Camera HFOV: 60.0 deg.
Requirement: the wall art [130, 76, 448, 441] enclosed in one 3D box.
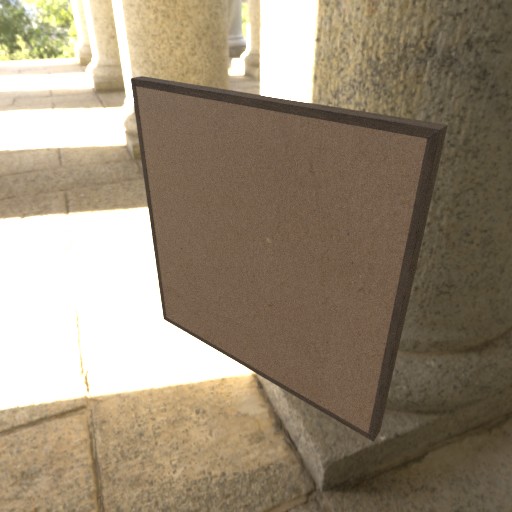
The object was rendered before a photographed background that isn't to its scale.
[{"bbox_3d":[0.000,0.000,1.105,0.762,0.762,0.038,22,37,32],"label":"wall art"}]
